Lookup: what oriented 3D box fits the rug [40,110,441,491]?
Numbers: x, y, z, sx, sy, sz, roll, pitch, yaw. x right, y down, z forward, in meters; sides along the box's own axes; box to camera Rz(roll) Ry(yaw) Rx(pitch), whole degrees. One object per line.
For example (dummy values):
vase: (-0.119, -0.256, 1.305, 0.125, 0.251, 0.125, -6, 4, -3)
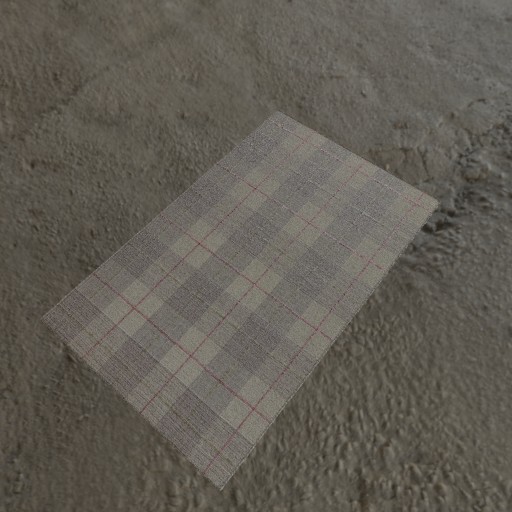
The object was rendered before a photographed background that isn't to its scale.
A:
rug: (0.000, 0.000, 3.055, 1.549, 0.010, 2.464, 35, 66, 18)
